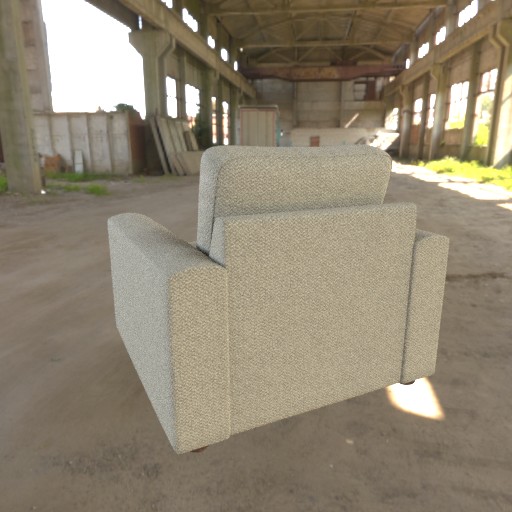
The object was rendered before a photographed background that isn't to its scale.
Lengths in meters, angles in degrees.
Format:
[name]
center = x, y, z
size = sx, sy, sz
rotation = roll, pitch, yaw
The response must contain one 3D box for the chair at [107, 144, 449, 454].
[chair]
center = 0.000, 0.000, 1.780
size = 1.005, 0.873, 1.016
rotation = -7, 16, -25
